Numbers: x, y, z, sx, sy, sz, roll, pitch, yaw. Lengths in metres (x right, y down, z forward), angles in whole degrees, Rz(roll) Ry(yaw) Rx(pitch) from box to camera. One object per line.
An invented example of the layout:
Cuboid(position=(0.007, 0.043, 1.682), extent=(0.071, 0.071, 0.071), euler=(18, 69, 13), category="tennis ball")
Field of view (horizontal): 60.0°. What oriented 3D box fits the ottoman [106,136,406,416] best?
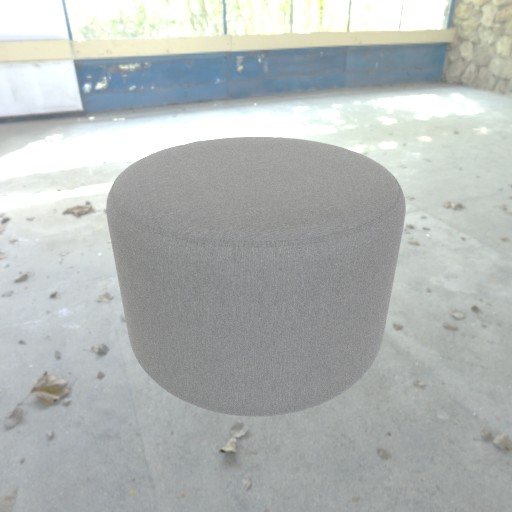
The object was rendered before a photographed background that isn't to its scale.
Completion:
Cuboid(position=(0.000, 0.000, 1.009), extent=(0.608, 0.433, 0.608), euler=(0, 30, 0), category="ottoman")
